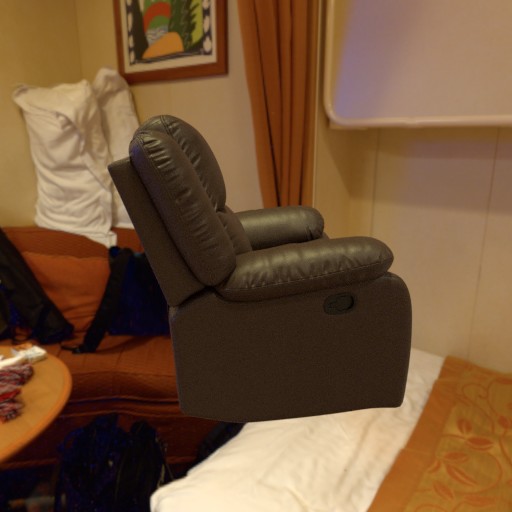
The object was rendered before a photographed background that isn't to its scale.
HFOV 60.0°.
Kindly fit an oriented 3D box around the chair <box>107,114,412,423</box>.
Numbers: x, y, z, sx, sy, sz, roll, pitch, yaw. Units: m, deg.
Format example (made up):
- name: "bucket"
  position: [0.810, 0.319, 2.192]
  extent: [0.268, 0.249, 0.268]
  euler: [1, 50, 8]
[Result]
- name: "chair"
  position: [0.000, 0.000, 1.690]
  extent: [0.934, 1.009, 0.899]
  euler: [-3, 15, -10]
